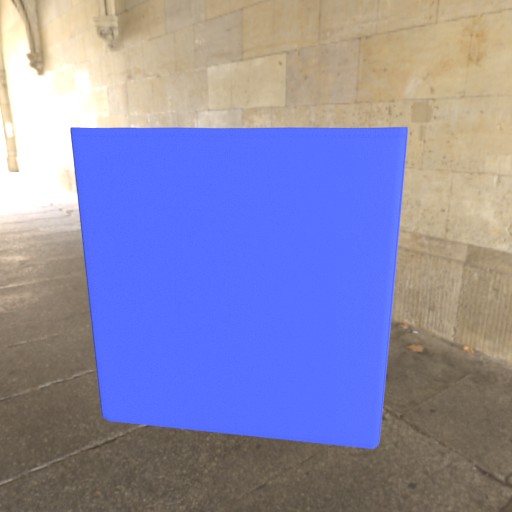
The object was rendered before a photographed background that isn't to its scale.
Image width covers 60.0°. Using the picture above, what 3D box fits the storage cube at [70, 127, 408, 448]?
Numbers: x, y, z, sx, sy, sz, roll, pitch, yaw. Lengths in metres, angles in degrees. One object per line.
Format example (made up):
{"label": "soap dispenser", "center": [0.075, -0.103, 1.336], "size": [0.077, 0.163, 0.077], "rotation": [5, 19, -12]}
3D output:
{"label": "storage cube", "center": [0.000, 0.000, 0.503], "size": [0.270, 0.280, 0.270], "rotation": [3, 16, 9]}
